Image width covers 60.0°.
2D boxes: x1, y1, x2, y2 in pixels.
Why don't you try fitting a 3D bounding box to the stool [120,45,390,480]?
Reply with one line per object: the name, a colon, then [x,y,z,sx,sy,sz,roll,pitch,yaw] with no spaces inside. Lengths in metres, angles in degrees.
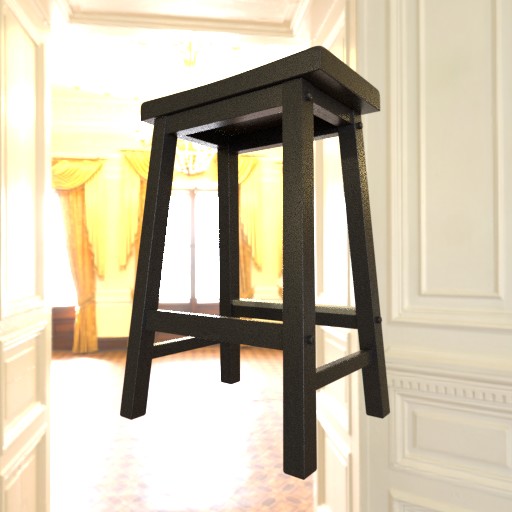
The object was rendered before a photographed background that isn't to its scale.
stool: [0.000,0.000,0.849,0.406,0.610,0.322,0,0,37]
